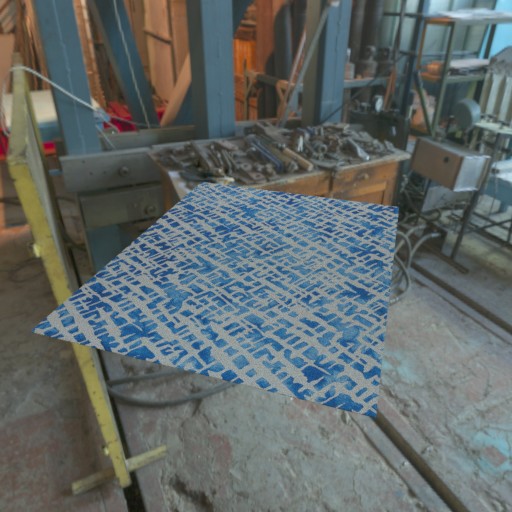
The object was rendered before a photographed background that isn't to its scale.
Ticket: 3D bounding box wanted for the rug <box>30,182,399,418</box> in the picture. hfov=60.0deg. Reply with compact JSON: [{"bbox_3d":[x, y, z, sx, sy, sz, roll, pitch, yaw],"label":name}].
[{"bbox_3d":[0.000,0.000,4.088,2.435,0.007,3.007,10,33,15],"label":"rug"}]
